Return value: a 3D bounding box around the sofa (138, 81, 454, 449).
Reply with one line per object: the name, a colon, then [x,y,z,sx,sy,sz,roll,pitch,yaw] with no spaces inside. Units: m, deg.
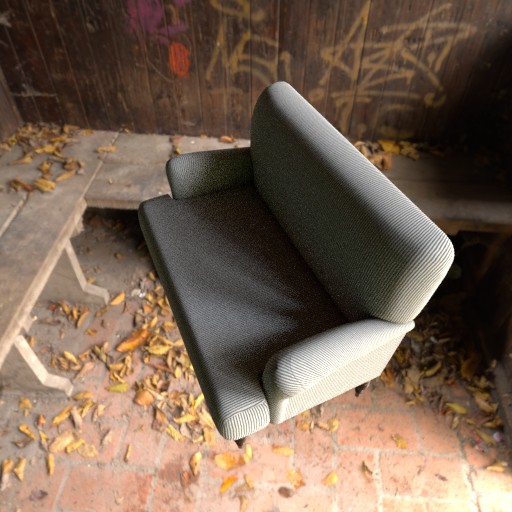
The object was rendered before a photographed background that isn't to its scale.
sofa: [0.000,0.000,1.848,0.779,0.889,1.297,-18,49,-16]
